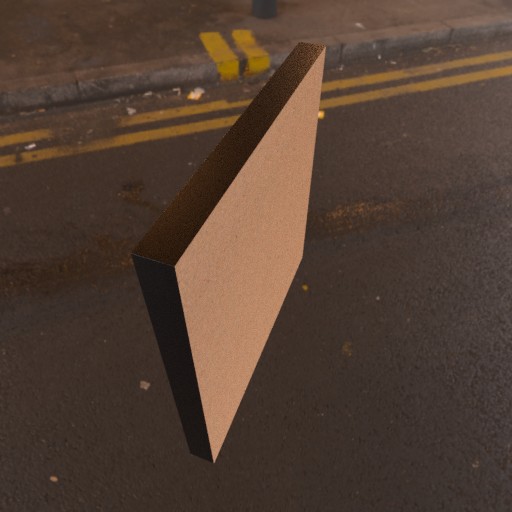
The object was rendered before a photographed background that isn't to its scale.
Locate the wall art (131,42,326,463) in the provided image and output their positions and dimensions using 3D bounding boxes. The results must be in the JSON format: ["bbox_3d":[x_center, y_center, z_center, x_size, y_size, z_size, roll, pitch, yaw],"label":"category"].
[{"bbox_3d":[0.000,0.000,0.471,0.029,0.318,0.327,16,49,14],"label":"wall art"}]
